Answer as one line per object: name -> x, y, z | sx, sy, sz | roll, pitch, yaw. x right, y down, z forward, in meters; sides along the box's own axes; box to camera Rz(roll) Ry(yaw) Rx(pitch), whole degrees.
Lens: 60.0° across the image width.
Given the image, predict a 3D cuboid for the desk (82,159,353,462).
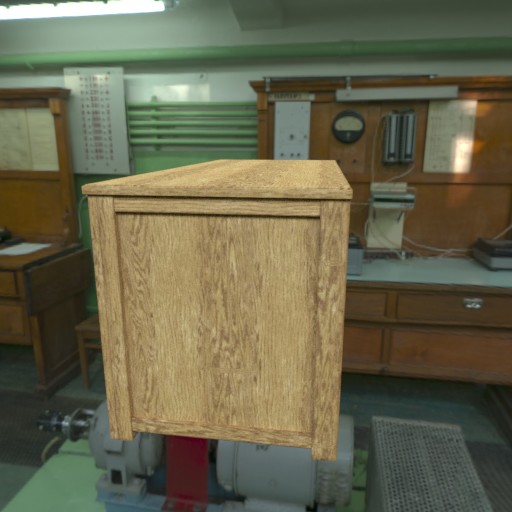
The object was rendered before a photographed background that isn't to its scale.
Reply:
desk -> 0.000, 0.000, 1.920 | 0.685, 0.751, 1.567 | 2, 15, 8
